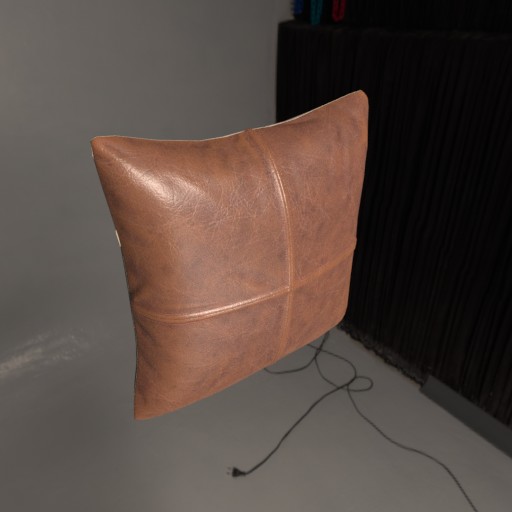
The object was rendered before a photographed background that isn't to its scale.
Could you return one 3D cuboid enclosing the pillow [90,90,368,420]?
[{"bbox_3d":[0.000,0.000,0.729,0.484,0.470,0.192,-21,36,-32],"label":"pillow"}]
